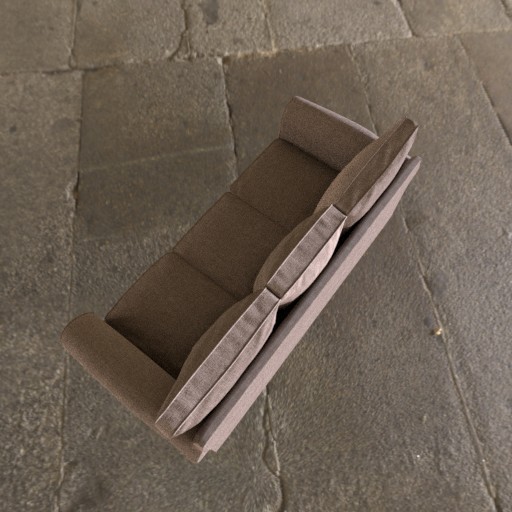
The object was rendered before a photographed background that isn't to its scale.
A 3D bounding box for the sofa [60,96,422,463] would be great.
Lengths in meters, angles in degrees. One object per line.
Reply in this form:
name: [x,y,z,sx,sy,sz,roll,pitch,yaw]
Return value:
sofa: [0.000,0.000,2.560,0.916,0.961,2.084,35,69,16]
